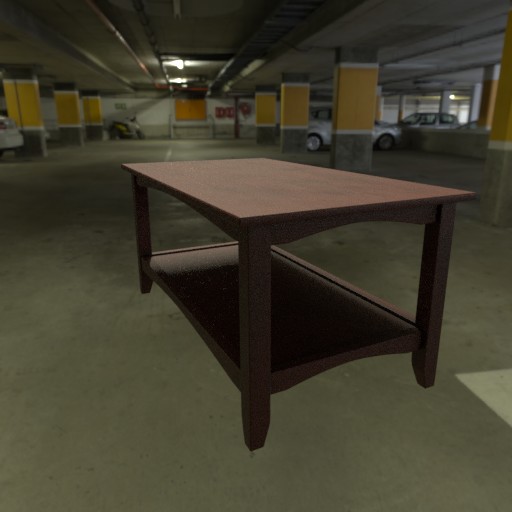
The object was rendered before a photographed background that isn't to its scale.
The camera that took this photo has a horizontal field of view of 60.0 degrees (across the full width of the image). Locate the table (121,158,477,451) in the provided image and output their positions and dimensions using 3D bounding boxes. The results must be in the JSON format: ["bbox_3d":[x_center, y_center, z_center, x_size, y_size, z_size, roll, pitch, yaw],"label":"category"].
[{"bbox_3d":[0.000,0.000,1.254,0.533,0.456,0.943,-8,19,-26],"label":"table"}]
